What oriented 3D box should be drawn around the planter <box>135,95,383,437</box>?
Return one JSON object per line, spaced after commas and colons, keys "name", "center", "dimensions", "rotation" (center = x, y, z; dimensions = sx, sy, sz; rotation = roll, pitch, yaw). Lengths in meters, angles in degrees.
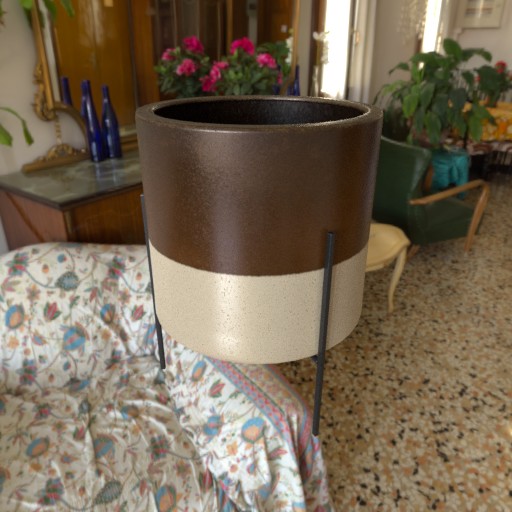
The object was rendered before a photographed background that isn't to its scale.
{"name": "planter", "center": [0.000, 0.000, 0.725], "dimensions": [0.354, 0.465, 0.345], "rotation": [0, 26, 0]}
